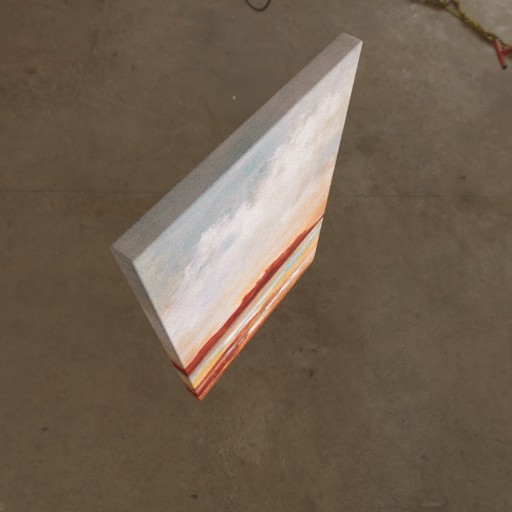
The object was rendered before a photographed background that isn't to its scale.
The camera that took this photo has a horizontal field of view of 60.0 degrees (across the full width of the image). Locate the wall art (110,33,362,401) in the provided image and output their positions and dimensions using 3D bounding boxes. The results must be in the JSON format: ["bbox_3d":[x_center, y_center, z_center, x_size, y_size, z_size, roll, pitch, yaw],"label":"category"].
[{"bbox_3d":[0.000,0.000,0.786,0.035,0.605,0.443,33,65,18],"label":"wall art"}]
